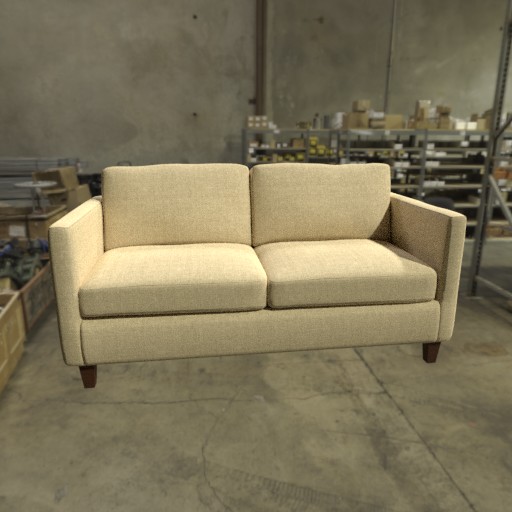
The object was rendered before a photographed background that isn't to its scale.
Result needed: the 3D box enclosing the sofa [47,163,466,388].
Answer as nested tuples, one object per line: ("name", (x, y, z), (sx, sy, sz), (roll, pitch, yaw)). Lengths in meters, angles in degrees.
("sofa", (0.000, 0.000, 2.423), (1.884, 0.963, 0.950), (-2, 16, -8))
